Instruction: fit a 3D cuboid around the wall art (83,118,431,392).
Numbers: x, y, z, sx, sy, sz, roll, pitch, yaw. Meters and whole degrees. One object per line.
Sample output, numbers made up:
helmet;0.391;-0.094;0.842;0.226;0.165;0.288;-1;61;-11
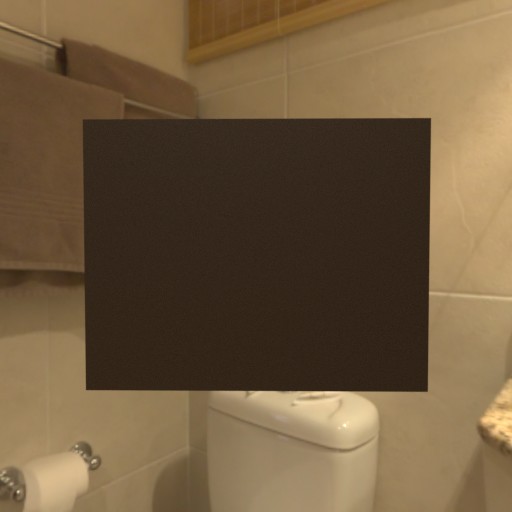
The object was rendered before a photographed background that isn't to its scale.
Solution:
wall art;0.000;0.000;1.566;1.207;0.952;0.034;0;2;1
